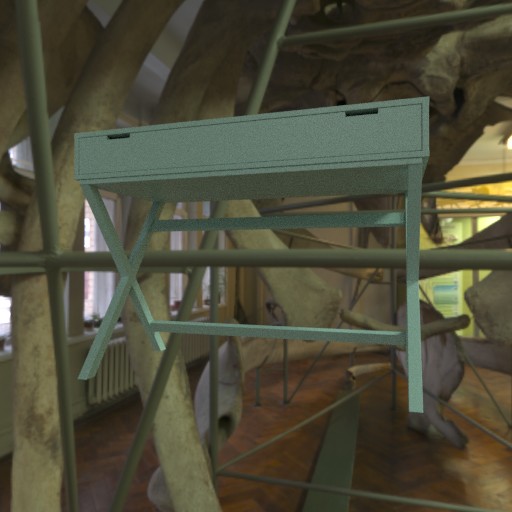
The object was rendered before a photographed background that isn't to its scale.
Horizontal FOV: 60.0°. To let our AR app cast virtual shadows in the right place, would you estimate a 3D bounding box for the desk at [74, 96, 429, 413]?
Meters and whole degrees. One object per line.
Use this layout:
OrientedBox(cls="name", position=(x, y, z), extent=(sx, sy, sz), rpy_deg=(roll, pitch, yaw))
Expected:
OrientedBox(cls="desk", position=(0.000, 0.000, 1.491), extent=(1.059, 0.780, 0.509), rpy_deg=(0, -1, 18))
